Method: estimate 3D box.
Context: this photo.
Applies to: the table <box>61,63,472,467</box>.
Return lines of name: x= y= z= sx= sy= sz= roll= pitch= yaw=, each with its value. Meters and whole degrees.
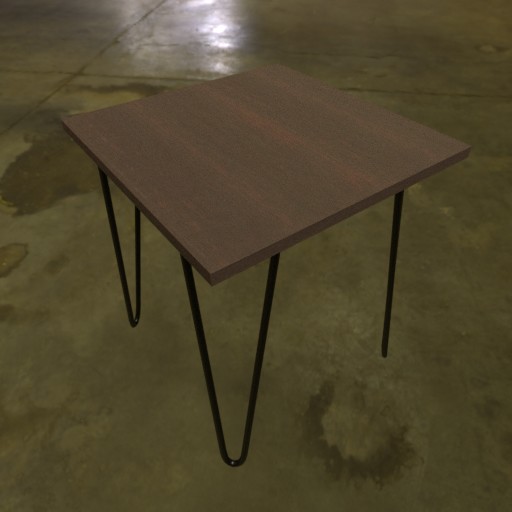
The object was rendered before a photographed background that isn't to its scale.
table: x=0.000 y=0.000 z=0.934 sx=0.495 sy=0.559 sz=0.495 roll=-26 pitch=48 yaw=-27
